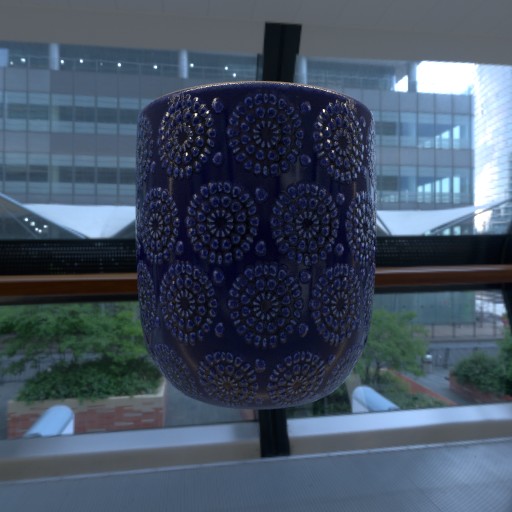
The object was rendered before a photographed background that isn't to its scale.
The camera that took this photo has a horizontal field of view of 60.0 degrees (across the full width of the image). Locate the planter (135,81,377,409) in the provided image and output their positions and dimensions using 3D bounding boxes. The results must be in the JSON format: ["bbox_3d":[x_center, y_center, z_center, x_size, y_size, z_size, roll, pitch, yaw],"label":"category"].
[{"bbox_3d":[0.000,0.000,0.350,0.184,0.206,0.184,0,-1,0],"label":"planter"}]
